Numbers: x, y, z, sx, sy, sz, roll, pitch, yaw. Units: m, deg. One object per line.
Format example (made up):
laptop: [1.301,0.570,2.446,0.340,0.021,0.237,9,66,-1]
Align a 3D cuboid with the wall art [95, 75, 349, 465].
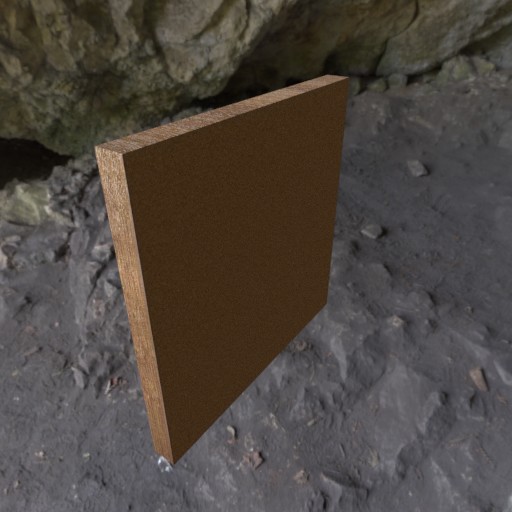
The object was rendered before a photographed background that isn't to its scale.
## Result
wall art: [0.000,0.000,0.601,0.039,0.403,0.406,21,37,30]
